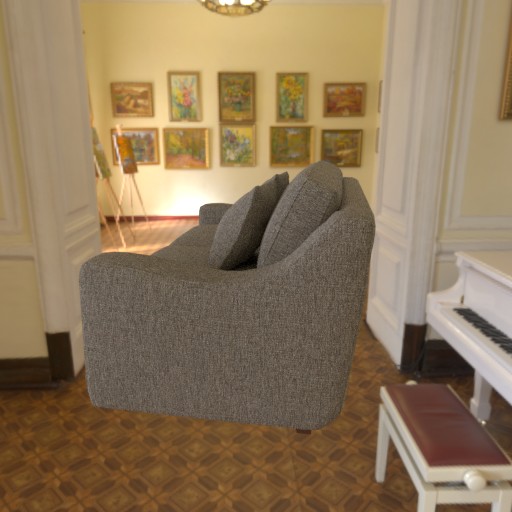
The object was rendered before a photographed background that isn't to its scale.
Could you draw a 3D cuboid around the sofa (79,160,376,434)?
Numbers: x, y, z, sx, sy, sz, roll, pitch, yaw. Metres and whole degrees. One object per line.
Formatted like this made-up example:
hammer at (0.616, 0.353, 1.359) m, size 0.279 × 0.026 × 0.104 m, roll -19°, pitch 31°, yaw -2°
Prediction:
sofa at (0.000, 0.000, 2.436) m, size 1.120 × 0.991 × 1.778 m, roll 3°, pitch 15°, yaw 10°
